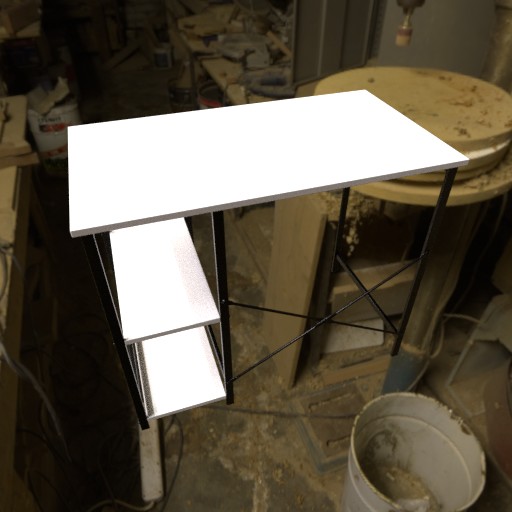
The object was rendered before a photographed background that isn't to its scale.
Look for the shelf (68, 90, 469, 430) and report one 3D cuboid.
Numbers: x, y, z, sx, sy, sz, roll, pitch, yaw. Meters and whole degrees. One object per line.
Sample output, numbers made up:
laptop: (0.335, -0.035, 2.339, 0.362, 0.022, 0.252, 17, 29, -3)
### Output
shelf: (0.000, 0.000, 1.362, 0.902, 0.750, 0.498, -12, 41, -14)
